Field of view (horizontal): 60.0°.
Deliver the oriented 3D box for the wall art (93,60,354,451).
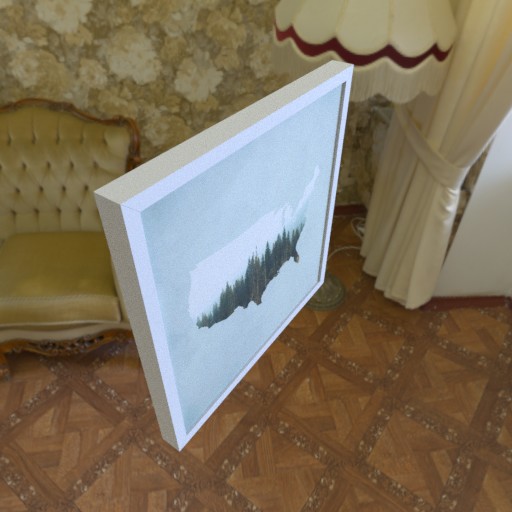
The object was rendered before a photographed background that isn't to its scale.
[{"bbox_3d":[0.000,0.000,0.454,0.024,0.304,0.304,25,47,26],"label":"wall art"}]
